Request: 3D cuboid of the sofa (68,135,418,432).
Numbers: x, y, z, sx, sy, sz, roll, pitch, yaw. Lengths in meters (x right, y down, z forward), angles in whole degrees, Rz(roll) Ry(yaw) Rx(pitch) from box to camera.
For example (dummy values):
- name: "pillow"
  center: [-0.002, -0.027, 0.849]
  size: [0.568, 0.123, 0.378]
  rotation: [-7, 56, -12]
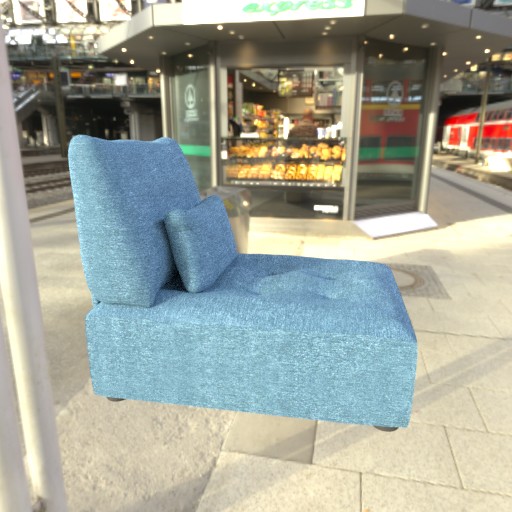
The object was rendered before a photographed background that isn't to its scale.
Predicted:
- name: "sofa"
  center: [0.000, 0.000, 1.553]
  size: [1.000, 0.820, 0.700]
  rotation: [3, 16, 10]
